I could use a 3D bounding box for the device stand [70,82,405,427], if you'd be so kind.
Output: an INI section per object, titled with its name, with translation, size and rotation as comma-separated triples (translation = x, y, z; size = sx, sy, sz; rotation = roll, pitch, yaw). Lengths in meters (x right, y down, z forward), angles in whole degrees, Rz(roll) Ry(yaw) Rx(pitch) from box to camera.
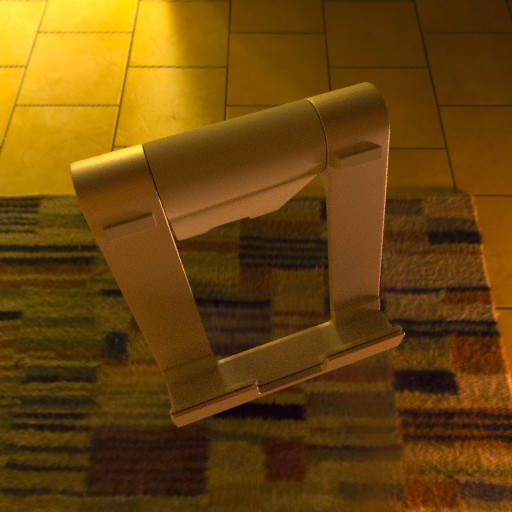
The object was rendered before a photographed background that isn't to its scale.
[device stand]
translation = 0.000, 0.000, 0.148
size = 0.086, 0.084, 0.079
rotation = -18, 66, -8
